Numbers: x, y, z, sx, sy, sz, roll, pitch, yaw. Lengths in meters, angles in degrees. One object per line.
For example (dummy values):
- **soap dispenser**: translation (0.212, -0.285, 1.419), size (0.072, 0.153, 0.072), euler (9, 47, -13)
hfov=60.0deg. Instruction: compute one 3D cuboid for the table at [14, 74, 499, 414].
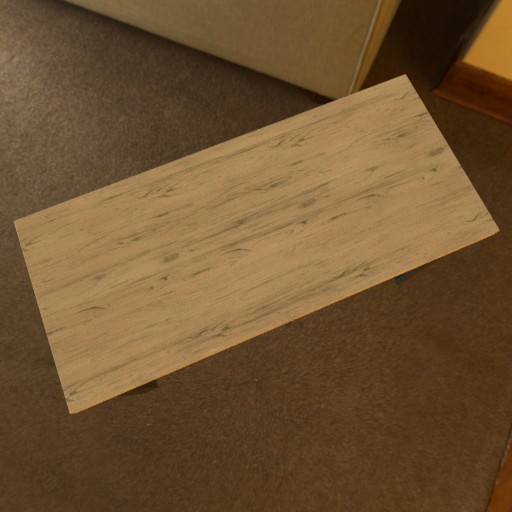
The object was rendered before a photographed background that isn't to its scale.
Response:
- **table**: translation (0.000, 0.000, 2.208), size (1.778, 0.899, 0.795), euler (-22, 76, -6)
